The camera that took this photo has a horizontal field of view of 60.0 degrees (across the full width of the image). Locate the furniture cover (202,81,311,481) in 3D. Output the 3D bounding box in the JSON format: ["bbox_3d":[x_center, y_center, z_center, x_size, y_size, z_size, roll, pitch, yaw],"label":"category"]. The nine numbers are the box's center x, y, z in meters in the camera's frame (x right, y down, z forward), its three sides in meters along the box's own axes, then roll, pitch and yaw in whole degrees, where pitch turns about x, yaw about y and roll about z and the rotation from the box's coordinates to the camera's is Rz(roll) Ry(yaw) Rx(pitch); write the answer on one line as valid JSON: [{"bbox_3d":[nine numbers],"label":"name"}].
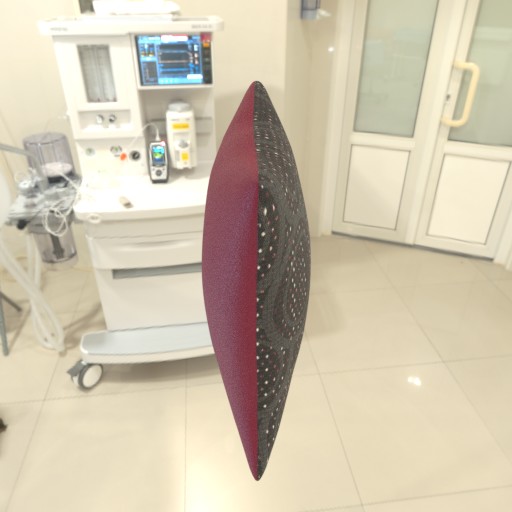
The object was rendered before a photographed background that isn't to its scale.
[{"bbox_3d":[0.000,0.000,0.806,0.193,0.509,0.552,0,32,0],"label":"furniture cover"}]
